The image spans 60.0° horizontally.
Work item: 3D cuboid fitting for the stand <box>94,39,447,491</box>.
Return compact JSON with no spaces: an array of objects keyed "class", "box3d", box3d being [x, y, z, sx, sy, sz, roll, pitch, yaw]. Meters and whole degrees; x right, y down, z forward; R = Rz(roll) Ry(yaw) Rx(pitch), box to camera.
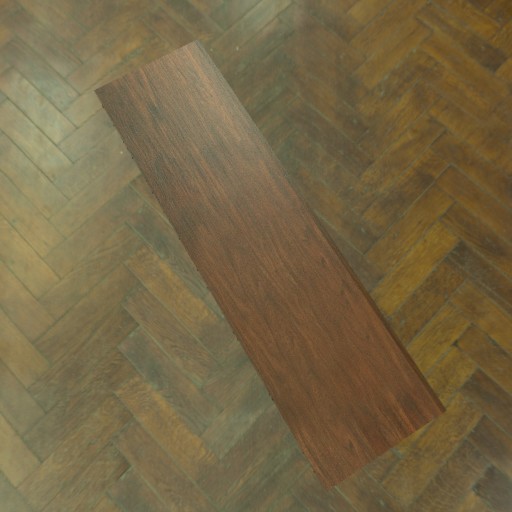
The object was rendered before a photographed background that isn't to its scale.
[{"class":"stand","box3d":[0.000,0.000,1.848,0.481,0.610,1.626,-30,77,-7]}]
